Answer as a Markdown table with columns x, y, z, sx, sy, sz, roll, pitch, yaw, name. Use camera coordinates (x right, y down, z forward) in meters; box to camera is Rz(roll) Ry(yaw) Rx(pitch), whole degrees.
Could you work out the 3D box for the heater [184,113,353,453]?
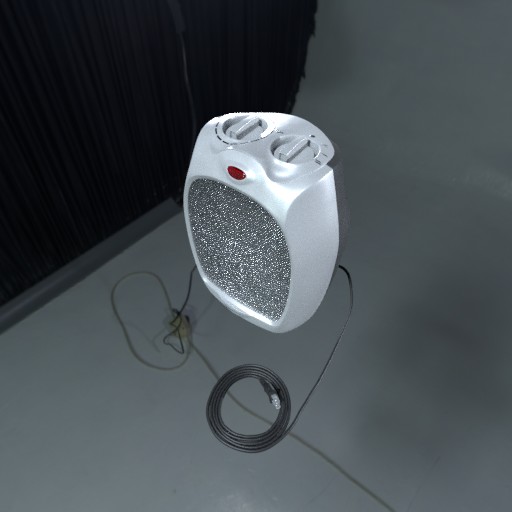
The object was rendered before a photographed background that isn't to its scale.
| x | y | z | sx | sy | sz | roll | pitch | yaw | name |
| --- | --- | --- | --- | --- | --- | --- | --- | --- | --- |
| 0.000 | 0.000 | 0.485 | 0.239 | 0.240 | 0.291 | 30 | 54 | 25 | heater |
